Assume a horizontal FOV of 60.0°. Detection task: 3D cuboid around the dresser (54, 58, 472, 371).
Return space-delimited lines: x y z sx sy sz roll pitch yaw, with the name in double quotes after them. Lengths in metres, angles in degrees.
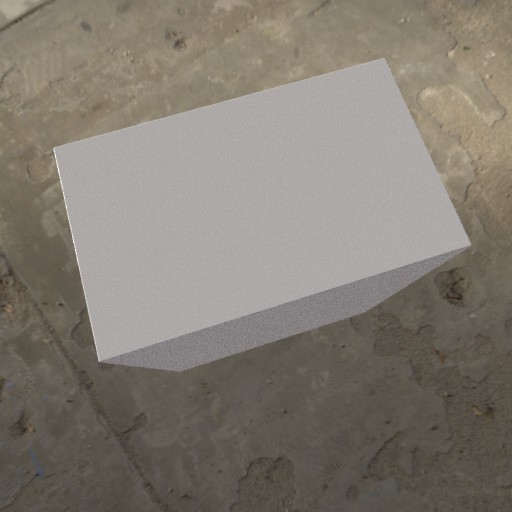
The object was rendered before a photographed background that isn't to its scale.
0.000 0.000 1.169 0.650 0.800 0.400 -17 75 -5 "dresser"
